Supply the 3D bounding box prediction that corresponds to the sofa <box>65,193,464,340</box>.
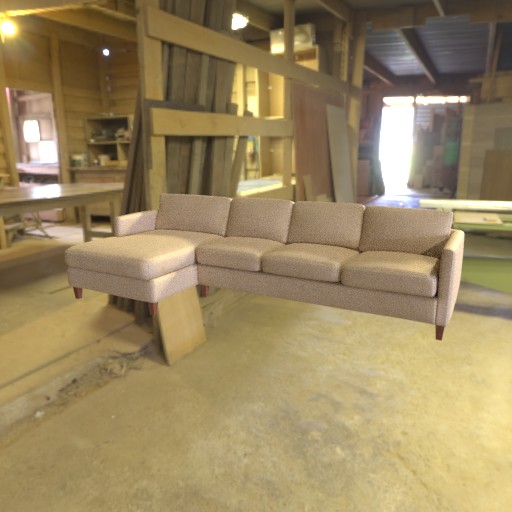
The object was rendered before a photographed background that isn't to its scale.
[{"bbox_3d":[0.000,0.000,3.869,3.201,0.876,1.502,7,15,27],"label":"sofa"}]
